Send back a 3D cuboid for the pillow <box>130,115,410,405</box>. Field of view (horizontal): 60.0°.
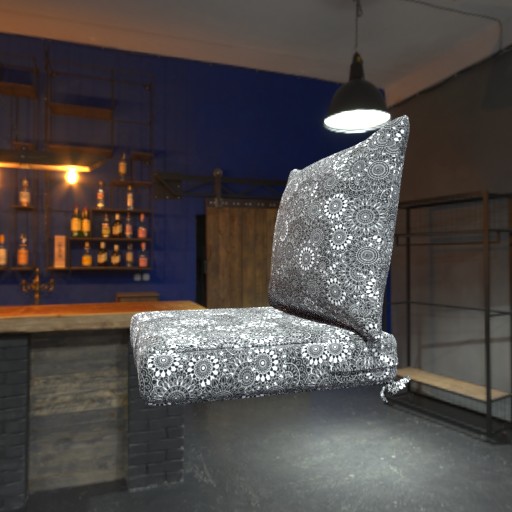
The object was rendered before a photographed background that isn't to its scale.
[{"bbox_3d":[0.000,0.000,1.386,0.740,0.722,0.798,0,0,-18],"label":"pillow"}]
